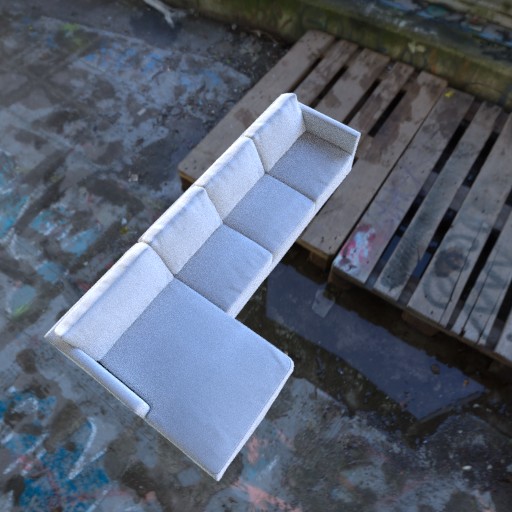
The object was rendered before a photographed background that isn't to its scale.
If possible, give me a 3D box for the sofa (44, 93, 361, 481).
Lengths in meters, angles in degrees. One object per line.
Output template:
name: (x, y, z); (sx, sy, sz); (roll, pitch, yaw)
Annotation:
sofa: (0.000, 0.000, 3.892); (1.625, 0.861, 3.186); (32, 66, 16)
